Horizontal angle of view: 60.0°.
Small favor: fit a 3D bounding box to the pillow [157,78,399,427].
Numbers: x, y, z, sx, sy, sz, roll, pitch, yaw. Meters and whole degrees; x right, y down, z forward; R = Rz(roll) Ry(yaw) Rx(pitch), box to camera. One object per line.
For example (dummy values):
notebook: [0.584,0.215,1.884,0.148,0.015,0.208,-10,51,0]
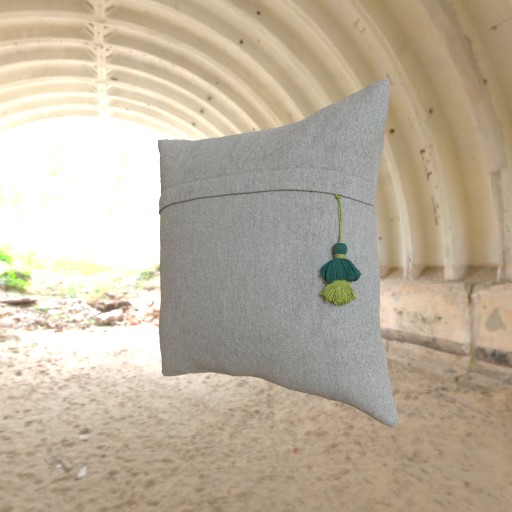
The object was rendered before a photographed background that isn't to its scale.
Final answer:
pillow: [0.000,0.000,0.684,0.433,0.436,0.173,-1,-2,37]
